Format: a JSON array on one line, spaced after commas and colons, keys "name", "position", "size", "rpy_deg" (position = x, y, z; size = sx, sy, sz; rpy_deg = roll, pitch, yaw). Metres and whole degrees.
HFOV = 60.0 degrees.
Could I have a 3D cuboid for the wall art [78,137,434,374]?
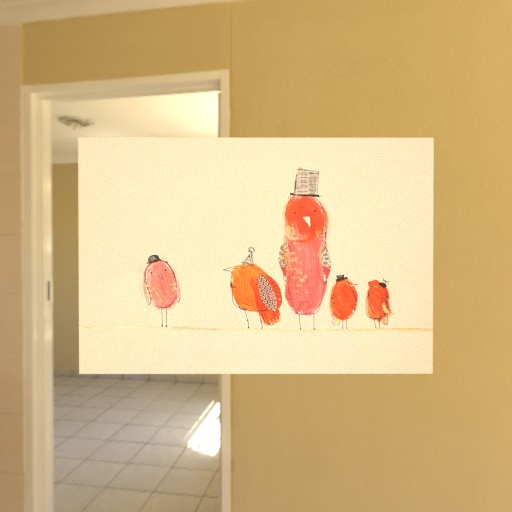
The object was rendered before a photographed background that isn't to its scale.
[{"name": "wall art", "position": [0.000, 0.000, 1.162], "size": [0.914, 0.609, 0.038], "rpy_deg": [0, 1, 0]}]
